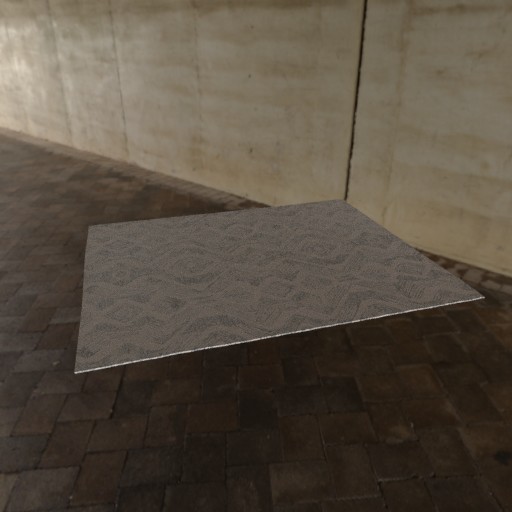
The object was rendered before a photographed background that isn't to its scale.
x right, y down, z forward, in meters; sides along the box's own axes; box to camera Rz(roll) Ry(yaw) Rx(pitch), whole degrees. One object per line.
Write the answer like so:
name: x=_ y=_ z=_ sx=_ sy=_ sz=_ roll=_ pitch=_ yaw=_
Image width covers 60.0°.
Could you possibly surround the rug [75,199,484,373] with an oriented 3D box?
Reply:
rug: x=0.000 y=0.000 z=4.141 sx=3.054 sy=0.030 sz=2.430 roll=-8 pitch=28 yaw=-15
